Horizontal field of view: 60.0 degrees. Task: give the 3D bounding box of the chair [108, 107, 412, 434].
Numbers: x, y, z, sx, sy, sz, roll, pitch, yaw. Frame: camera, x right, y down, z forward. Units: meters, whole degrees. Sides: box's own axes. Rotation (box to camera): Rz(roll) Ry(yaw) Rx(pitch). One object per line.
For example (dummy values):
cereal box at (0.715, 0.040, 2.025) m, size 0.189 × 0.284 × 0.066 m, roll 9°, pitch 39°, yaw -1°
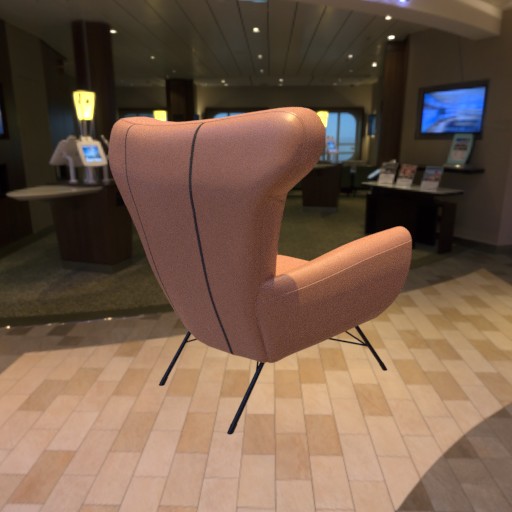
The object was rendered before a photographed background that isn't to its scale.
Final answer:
chair at (0.000, 0.000, 1.734) m, size 0.900 × 1.050 × 0.980 m, roll -14°, pitch 21°, yaw -42°
